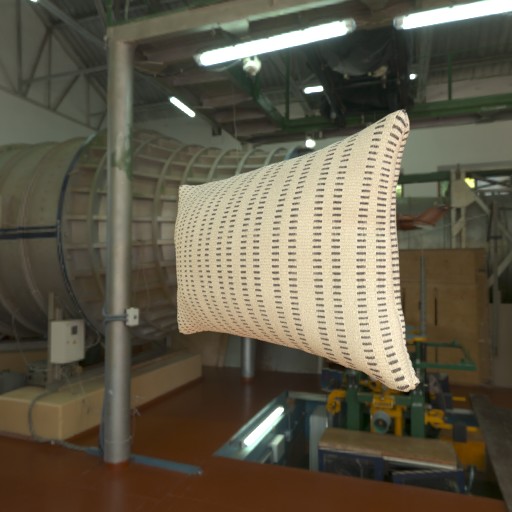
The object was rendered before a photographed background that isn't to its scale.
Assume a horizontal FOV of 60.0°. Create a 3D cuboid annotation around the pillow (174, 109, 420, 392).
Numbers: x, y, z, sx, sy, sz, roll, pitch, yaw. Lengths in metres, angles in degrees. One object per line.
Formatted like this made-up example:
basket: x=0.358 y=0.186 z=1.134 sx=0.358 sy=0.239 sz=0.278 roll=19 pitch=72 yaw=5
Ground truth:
pillow: x=0.000 y=0.000 z=0.799 sx=0.210 sy=0.353 sz=0.640 roll=1 pitch=-2 yaw=-36
